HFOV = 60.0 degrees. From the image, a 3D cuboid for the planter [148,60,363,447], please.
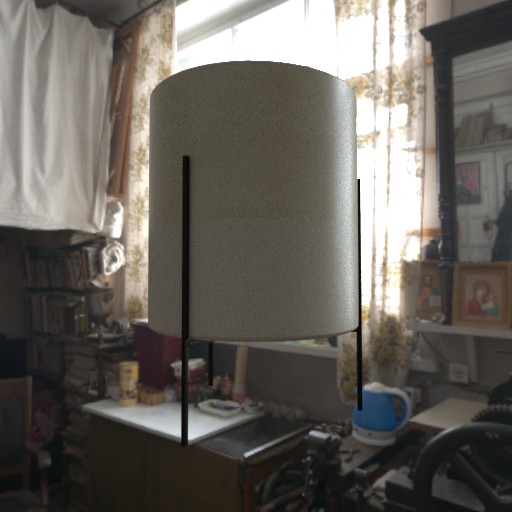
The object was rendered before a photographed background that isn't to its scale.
[{"bbox_3d":[0.000,0.000,0.704,0.333,0.483,0.324,0,-2,1],"label":"planter"}]
